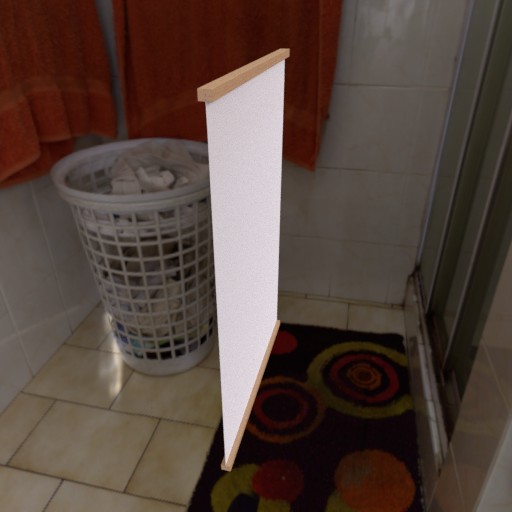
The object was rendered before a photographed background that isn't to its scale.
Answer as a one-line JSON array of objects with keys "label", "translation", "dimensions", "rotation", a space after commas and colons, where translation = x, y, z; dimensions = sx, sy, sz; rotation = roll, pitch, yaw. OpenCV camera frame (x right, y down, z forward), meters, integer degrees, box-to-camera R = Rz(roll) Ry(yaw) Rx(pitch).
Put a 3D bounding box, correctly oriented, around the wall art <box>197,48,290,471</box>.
[{"label": "wall art", "translation": [0.000, 0.000, 0.635], "dimensions": [0.013, 0.510, 0.335], "rotation": [8, 31, 13]}]
